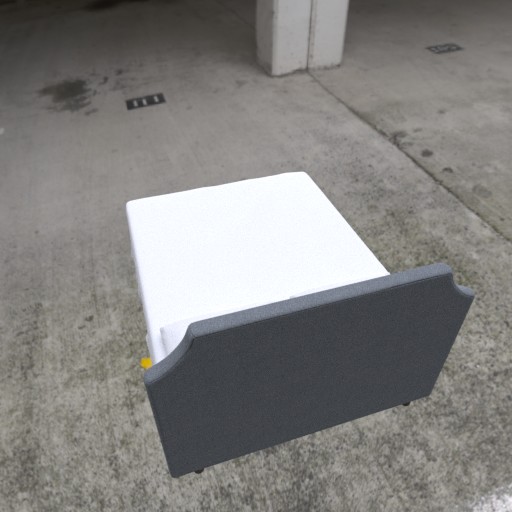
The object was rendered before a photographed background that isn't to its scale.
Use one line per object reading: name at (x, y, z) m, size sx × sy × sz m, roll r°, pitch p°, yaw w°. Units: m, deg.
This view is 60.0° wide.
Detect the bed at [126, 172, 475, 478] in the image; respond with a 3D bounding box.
bed at (0.000, 0.000, 3.267) m, size 1.811 × 1.296 × 2.259 m, roll -12°, pitch 42°, yaw -14°
